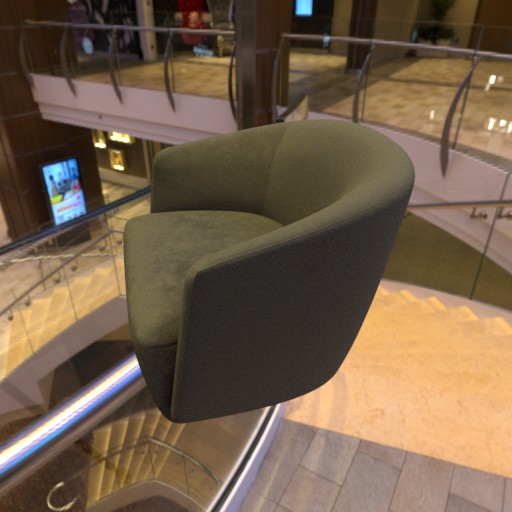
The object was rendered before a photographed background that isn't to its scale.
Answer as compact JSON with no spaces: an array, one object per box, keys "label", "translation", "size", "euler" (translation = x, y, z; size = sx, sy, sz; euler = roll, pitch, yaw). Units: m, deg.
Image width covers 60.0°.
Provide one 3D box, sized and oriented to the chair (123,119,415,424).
[{"label":"chair","translation":[0.000,0.000,1.329],"size":[0.767,0.698,0.773],"euler":[-8,32,-14]}]
